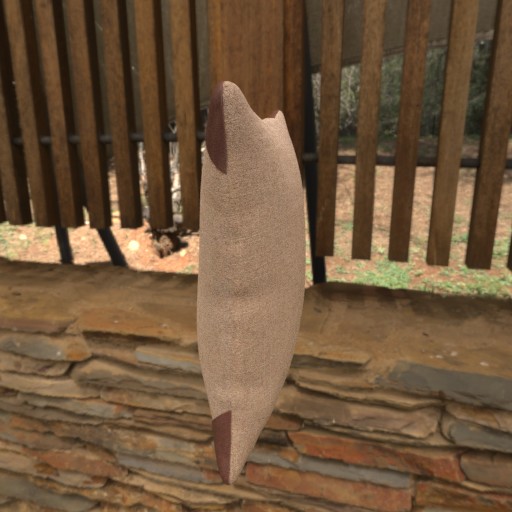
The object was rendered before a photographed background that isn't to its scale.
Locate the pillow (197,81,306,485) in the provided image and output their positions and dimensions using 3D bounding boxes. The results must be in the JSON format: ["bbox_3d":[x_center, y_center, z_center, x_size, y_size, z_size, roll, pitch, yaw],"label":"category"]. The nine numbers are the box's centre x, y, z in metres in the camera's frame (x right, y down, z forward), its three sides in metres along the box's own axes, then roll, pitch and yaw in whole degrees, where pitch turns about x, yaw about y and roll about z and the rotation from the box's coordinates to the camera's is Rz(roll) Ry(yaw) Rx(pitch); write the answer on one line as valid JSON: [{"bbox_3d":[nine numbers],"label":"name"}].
[{"bbox_3d":[0.000,0.000,0.670,0.147,0.448,0.437,2,15,9],"label":"pillow"}]
